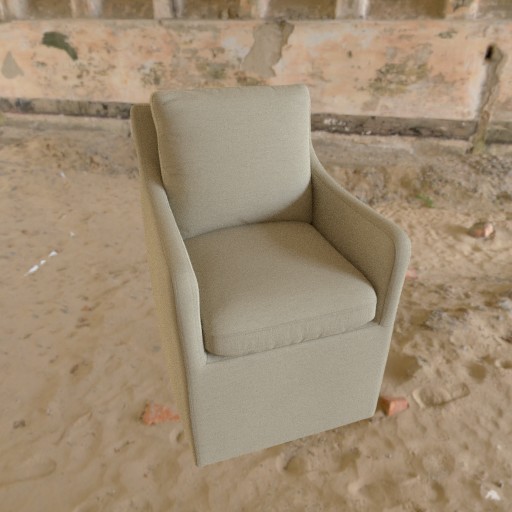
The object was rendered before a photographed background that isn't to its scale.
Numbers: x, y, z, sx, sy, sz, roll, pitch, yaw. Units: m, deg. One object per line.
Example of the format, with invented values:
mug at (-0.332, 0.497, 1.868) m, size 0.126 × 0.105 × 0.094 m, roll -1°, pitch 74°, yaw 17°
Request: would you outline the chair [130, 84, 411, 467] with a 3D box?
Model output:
chair at (0.000, 0.000, 1.350) m, size 0.626 × 0.914 × 0.694 m, roll -9°, pitch 31°, yaw -16°
